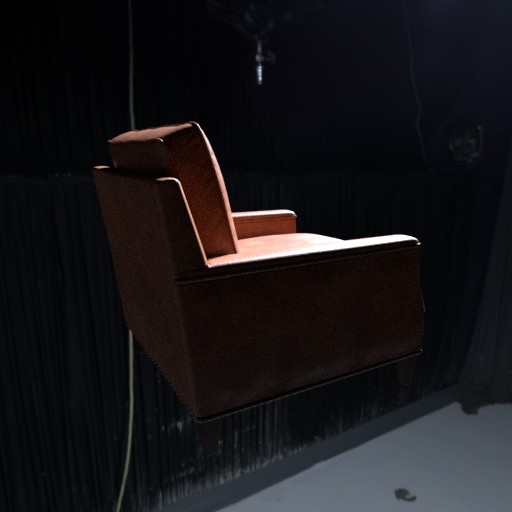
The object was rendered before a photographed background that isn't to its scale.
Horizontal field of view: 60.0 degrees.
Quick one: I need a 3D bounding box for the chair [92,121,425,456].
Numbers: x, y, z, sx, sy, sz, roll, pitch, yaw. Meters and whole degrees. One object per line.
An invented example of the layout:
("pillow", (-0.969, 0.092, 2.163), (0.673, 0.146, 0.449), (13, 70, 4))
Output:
("chair", (0.000, 0.000, 1.707), (1.014, 0.943, 0.853), (-8, 16, -29))
